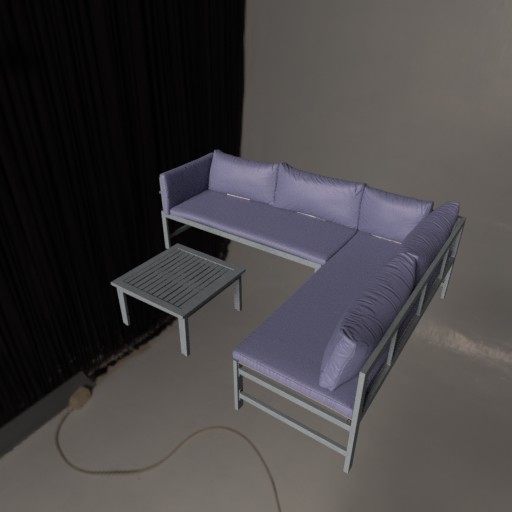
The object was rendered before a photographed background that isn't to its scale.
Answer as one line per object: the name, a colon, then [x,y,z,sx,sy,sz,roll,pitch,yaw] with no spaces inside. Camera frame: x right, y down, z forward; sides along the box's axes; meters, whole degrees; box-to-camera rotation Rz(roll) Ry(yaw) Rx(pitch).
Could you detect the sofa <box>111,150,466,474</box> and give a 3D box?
sofa: [0.000,0.000,2.919,2.149,0.762,1.658,20,36,29]
